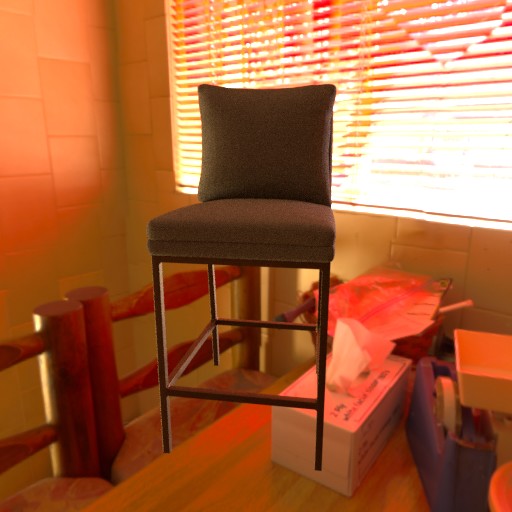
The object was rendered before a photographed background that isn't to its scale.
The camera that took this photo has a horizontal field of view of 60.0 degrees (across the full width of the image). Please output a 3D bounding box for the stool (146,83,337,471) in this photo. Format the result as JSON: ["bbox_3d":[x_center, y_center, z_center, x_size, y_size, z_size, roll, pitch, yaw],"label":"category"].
[{"bbox_3d":[0.000,0.000,1.346,0.463,1.031,0.569,2,15,9],"label":"stool"}]
